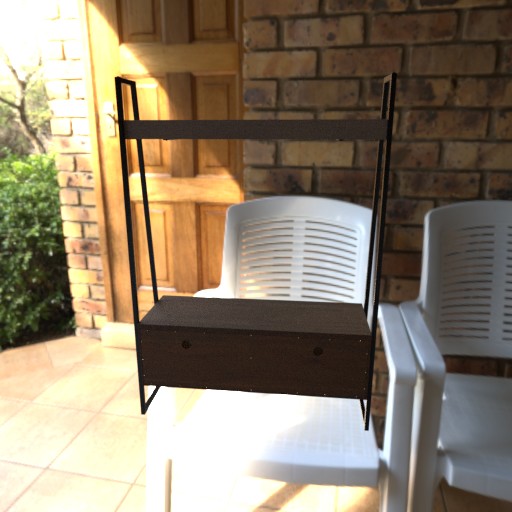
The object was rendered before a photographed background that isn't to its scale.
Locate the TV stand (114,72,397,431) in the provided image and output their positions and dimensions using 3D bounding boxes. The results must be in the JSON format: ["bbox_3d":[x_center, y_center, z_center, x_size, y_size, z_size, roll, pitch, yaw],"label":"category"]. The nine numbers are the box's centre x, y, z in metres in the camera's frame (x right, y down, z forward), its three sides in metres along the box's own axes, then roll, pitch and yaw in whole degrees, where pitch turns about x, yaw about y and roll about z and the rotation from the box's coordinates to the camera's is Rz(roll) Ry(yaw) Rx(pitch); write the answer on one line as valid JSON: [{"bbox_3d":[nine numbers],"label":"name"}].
[{"bbox_3d":[0.000,0.000,2.378,1.250,1.772,0.432,2,16,6],"label":"TV stand"}]
